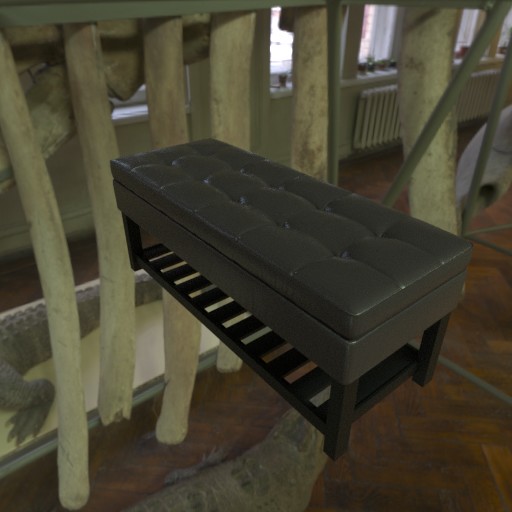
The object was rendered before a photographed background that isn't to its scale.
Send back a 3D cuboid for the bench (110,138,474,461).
[{"bbox_3d":[0.000,0.000,1.378,0.432,0.460,1.105,-23,38,-33],"label":"bench"}]
